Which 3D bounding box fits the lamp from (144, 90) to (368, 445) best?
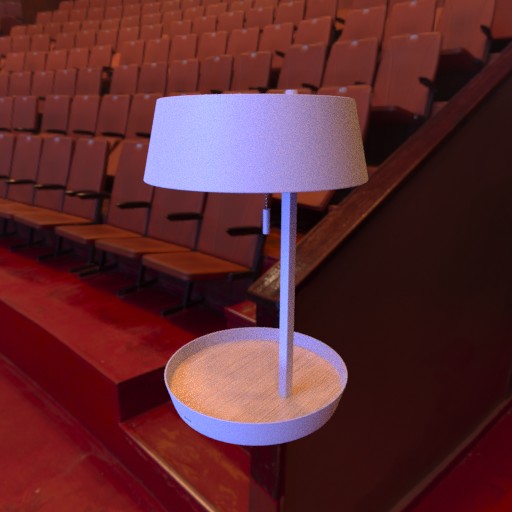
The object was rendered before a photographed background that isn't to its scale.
[{"bbox_3d":[0.000,0.000,0.620,0.291,0.429,0.291,0,16,0],"label":"lamp"}]
